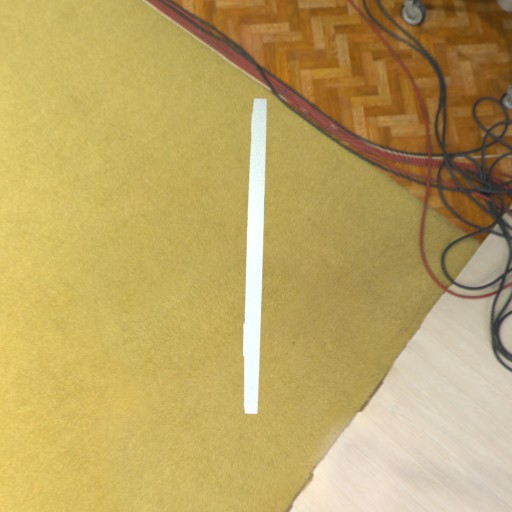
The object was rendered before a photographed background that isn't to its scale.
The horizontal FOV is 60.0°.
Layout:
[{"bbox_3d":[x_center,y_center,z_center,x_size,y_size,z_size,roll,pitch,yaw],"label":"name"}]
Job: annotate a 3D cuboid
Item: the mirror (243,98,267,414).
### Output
[{"bbox_3d":[0.000,0.000,1.364,0.038,0.914,0.914,2,75,0],"label":"mirror"}]
